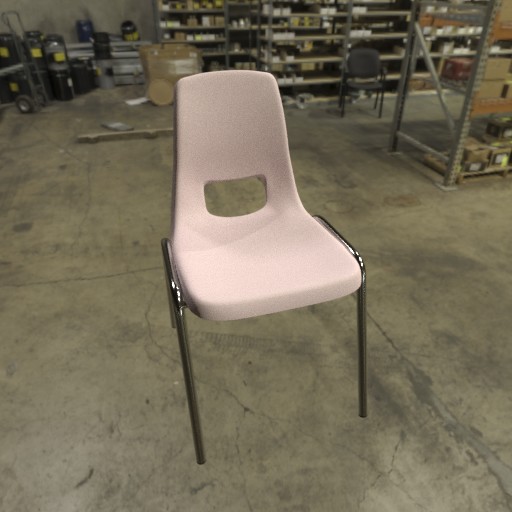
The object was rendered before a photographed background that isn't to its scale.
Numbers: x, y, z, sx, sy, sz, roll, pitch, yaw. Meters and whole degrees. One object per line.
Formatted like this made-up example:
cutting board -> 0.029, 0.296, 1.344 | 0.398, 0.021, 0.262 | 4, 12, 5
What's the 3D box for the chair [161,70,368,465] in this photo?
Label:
chair -> 0.000, 0.000, 0.922 | 0.381, 0.653, 0.436 | -10, 34, -15
